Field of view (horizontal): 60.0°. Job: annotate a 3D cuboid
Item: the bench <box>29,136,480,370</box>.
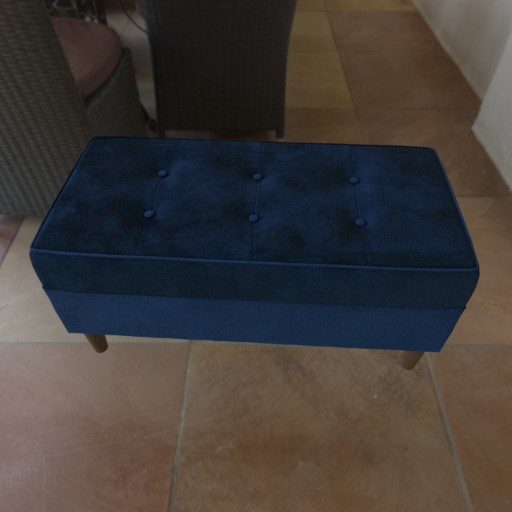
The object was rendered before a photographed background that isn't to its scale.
[{"bbox_3d":[0.000,0.000,1.276,1.010,0.467,0.489,3,47,2],"label":"bench"}]
